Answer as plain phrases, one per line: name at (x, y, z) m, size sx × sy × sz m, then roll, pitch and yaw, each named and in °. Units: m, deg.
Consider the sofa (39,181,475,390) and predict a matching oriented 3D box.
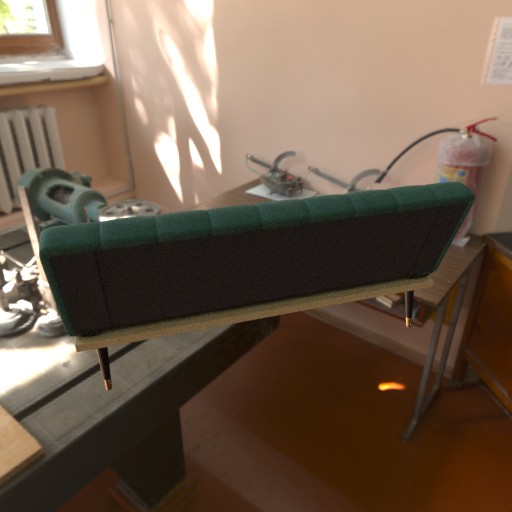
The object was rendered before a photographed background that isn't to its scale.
sofa at (0.000, 0.000, 2.252) m, size 1.810 × 0.820 × 0.830 m, roll -8°, pitch 29°, yaw -15°
